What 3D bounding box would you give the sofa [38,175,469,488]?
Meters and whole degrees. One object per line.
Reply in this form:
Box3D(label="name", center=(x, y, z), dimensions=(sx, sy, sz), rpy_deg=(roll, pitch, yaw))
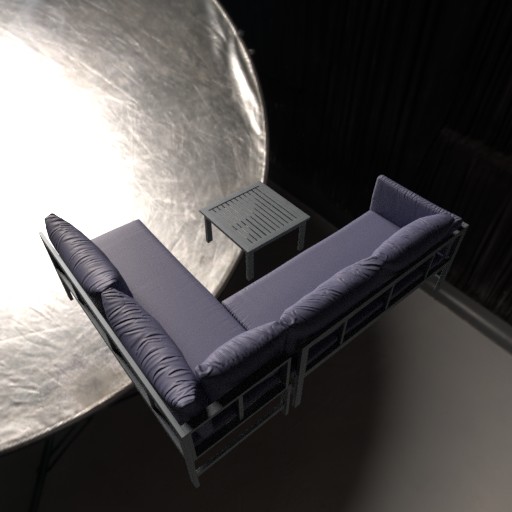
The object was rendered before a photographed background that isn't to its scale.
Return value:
Box3D(label="sofa", center=(0.000, 0.000, 2.956), dimensions=(2.149, 0.762, 1.658), rpy_deg=(-30, 52, -27))
